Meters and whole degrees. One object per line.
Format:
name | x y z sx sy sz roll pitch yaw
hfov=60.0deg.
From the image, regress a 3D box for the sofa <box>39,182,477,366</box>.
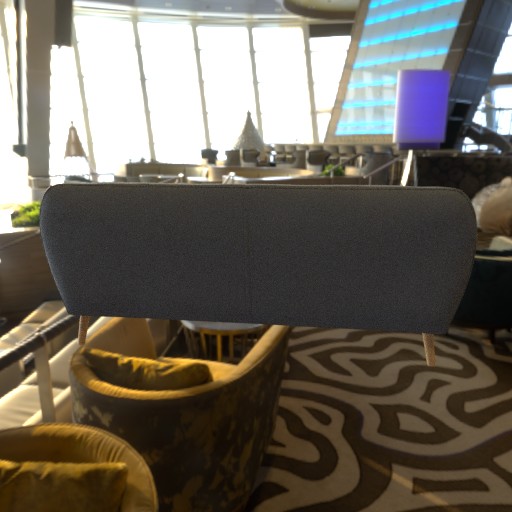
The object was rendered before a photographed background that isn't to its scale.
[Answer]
sofa | 0.000 0.000 2.390 1.975 0.832 0.841 2 14 7
